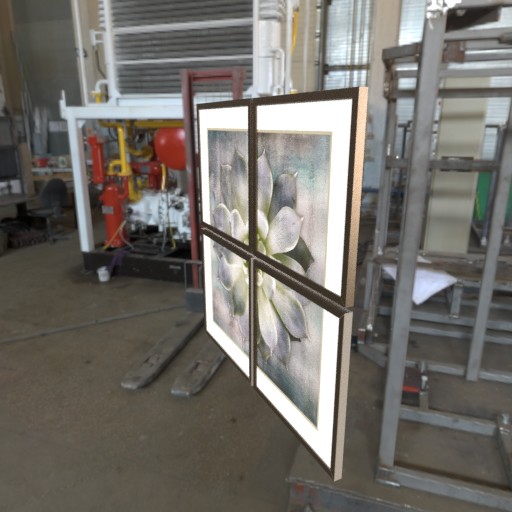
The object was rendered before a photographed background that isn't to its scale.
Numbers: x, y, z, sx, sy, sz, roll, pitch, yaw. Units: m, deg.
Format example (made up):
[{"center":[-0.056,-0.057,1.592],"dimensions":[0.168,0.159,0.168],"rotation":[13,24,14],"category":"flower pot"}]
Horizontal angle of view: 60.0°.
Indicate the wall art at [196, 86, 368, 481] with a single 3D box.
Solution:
[{"center":[0.000,0.000,1.534],"dimensions":[0.030,1.032,1.032],"rotation":[-8,19,-25],"category":"wall art"}]
